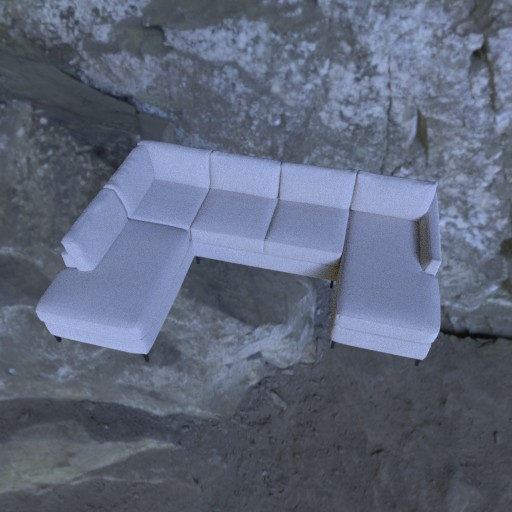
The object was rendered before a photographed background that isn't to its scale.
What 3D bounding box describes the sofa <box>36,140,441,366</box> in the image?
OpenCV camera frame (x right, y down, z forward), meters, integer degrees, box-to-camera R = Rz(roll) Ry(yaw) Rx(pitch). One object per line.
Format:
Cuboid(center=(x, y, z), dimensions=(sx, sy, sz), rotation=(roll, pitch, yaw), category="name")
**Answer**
Cuboid(center=(0.000, 0.000, 3.759), dimensions=(2.984, 0.862, 1.989), rotation=(10, 47, 9), category="sofa")
